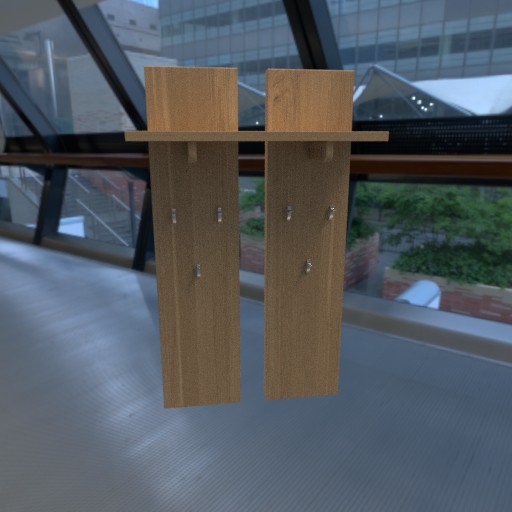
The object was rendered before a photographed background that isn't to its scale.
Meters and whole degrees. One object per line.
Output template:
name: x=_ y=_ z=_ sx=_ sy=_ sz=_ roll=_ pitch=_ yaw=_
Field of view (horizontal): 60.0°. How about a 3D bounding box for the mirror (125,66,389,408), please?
mirror: x=0.000 y=0.000 z=1.558 sx=0.800 sy=1.250 sz=0.260 roll=-2 pitch=15 yaw=-8
